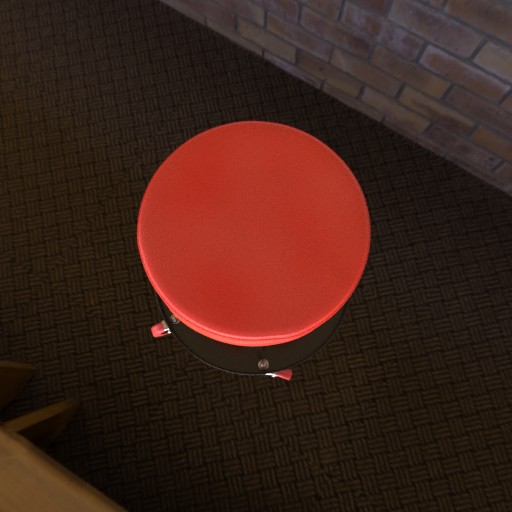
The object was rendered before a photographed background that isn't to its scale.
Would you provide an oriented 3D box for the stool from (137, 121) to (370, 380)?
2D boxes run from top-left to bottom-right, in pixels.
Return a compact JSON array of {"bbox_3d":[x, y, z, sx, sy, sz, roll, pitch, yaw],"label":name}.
[{"bbox_3d":[0.000,0.000,0.689,0.381,0.365,0.382,0,77,0],"label":"stool"}]
